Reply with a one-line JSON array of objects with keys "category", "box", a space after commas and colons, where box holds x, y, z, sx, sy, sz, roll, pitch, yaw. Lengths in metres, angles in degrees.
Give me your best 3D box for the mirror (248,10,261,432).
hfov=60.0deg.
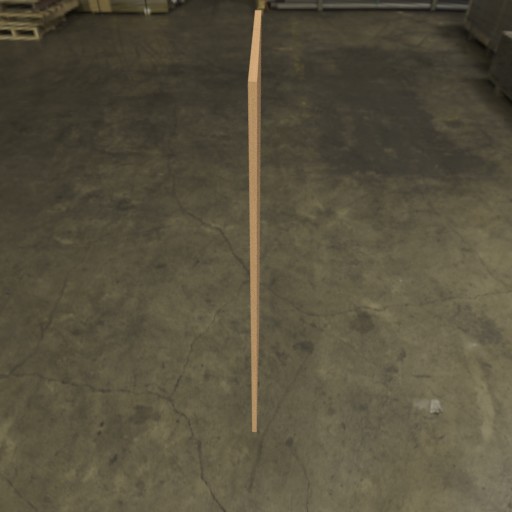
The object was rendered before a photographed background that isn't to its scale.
[{"category": "mirror", "box": [0.000, 0.000, 2.226, 0.026, 2.031, 0.812, 1, 42, 1]}]
